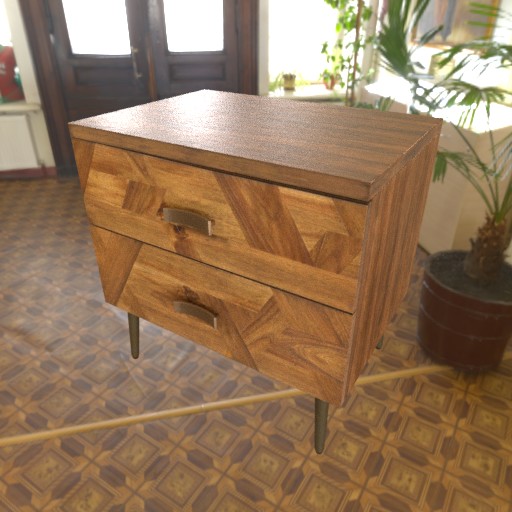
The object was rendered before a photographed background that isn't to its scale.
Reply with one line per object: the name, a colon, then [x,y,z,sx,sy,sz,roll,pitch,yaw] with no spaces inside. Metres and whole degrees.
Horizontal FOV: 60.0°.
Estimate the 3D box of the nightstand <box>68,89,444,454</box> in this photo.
nightstand: [0.000,0.000,1.023,0.610,0.610,0.458,17,34,27]
